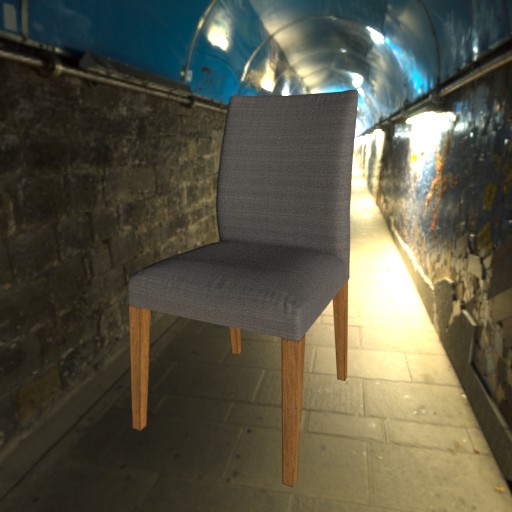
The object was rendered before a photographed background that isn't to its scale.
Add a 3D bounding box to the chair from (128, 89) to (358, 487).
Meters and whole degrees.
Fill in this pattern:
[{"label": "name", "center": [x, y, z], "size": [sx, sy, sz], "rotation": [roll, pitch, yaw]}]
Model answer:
[{"label": "chair", "center": [0.000, 0.000, 1.292], "size": [0.496, 0.940, 0.585], "rotation": [7, 16, 26]}]
